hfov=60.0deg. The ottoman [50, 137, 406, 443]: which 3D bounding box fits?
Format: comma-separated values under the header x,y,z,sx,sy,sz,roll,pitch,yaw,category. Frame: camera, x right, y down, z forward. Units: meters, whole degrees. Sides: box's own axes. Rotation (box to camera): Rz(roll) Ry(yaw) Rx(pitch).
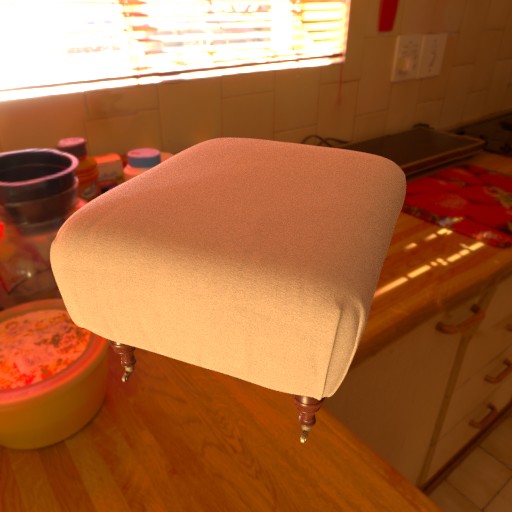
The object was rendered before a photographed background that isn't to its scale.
x,y,z,sx,sy,sz,roll,pitch,yaw,category
0.000,0.000,1.097,0.622,0.450,0.746,12,32,19,ottoman
